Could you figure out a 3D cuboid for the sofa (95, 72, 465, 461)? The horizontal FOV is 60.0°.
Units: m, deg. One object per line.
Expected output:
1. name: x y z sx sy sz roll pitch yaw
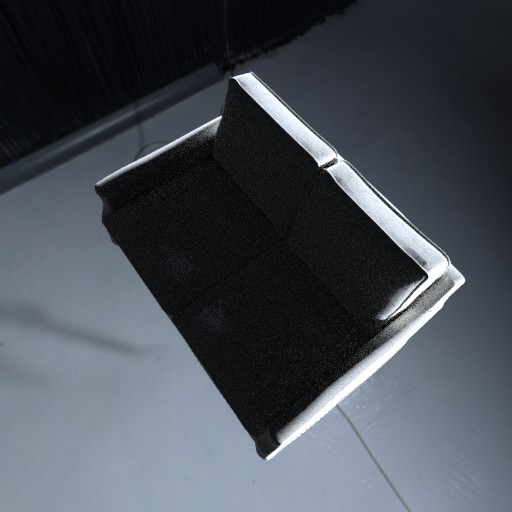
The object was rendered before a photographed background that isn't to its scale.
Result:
1. sofa: 0.000 0.000 2.277 1.084 1.003 1.597 -34 68 -15
